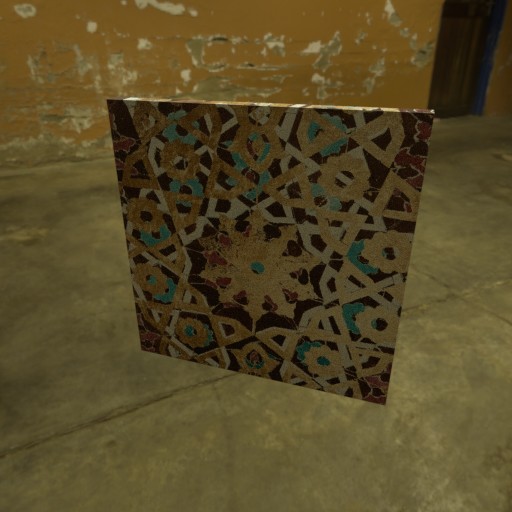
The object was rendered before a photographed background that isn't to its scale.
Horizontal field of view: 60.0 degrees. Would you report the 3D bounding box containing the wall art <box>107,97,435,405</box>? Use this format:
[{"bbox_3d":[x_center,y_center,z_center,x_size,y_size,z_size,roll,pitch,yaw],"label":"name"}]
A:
[{"bbox_3d":[0.000,0.000,0.938,0.609,0.613,0.041,8,27,17],"label":"wall art"}]
